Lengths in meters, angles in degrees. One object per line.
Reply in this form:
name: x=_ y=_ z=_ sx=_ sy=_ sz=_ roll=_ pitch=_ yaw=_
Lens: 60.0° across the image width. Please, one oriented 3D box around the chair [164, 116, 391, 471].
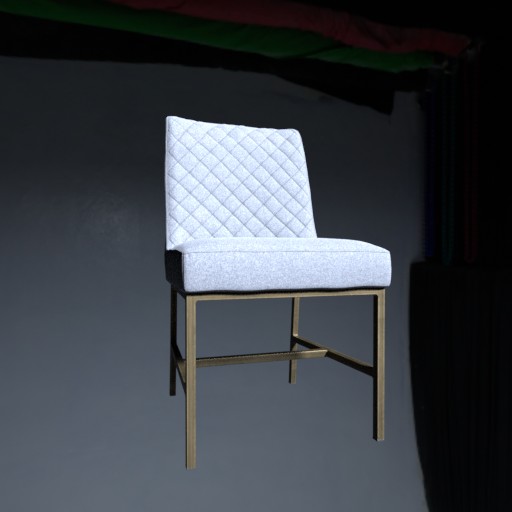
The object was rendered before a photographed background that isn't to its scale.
chair: x=0.000 y=0.000 z=1.252 sx=0.508 sy=0.889 sz=0.587 roll=0 pitch=1 yaw=-18
